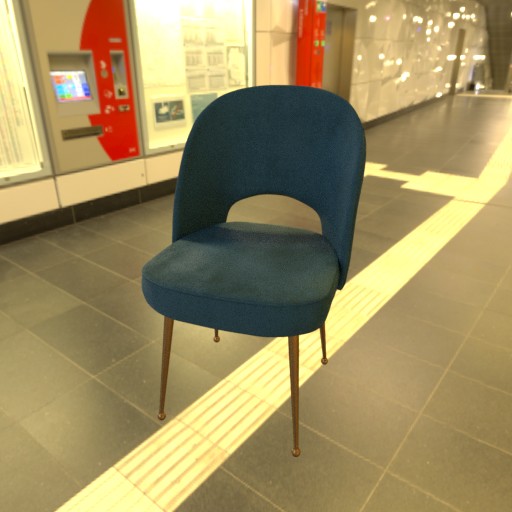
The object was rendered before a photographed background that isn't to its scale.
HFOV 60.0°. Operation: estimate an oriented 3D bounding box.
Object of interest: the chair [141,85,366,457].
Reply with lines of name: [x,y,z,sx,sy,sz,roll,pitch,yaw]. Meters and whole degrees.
chair: [0.000,0.000,1.236,0.527,0.860,0.577,8,26,17]
